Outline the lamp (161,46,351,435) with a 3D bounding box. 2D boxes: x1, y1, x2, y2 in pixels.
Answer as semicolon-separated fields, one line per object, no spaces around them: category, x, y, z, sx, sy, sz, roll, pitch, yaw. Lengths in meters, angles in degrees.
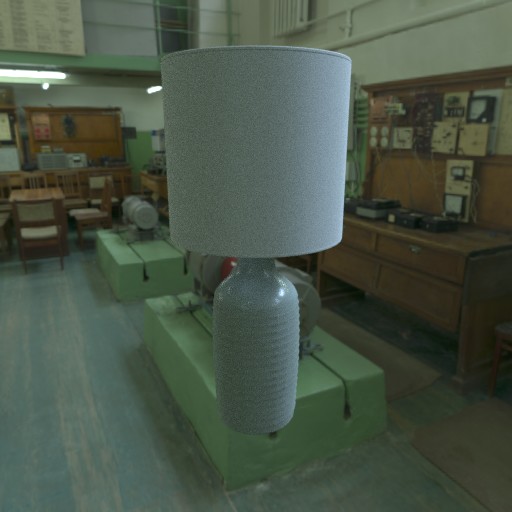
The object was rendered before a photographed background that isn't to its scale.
lamp;0.000;0.000;0.588;0.220;0.475;0.220;-8;18;-27
